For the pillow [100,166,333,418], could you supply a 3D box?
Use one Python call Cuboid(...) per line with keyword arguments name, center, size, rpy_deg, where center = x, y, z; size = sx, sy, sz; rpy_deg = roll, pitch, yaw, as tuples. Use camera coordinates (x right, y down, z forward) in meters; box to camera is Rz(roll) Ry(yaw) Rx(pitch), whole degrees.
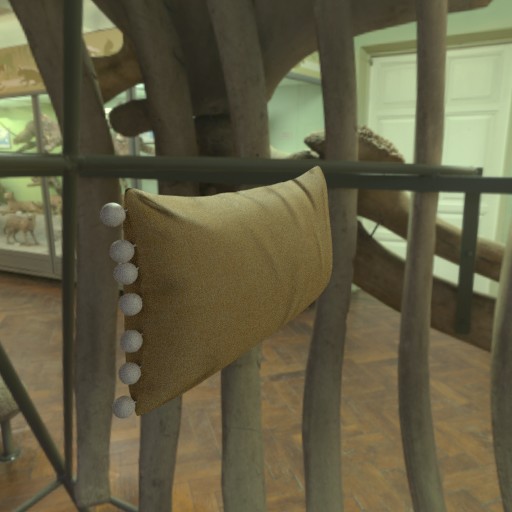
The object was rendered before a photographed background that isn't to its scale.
Cuboid(name="pillow", center=(0.000, 0.000, 0.837), size=(0.201, 0.322, 0.709), rpy_deg=(7, 14, 28))
